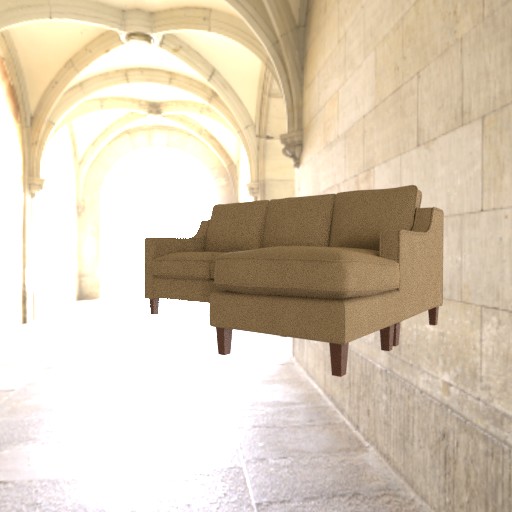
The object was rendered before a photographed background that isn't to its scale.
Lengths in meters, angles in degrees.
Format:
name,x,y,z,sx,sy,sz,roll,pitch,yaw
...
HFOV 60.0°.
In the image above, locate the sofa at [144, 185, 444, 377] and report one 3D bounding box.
name,x,y,z,sx,sy,sz,roll,pitch,yaw
sofa,0.000,0.000,3.349,2.317,1.066,1.858,1,1,36
